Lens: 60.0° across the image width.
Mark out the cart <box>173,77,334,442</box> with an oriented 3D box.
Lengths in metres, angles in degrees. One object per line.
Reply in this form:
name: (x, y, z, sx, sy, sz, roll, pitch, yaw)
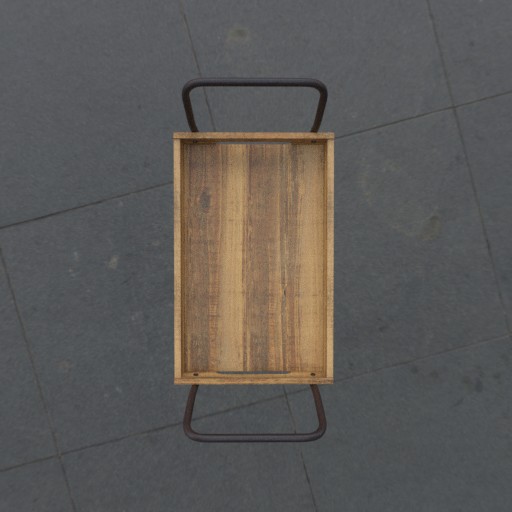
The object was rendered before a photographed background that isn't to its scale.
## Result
cart: (0.000, 0.000, 1.131, 0.339, 0.857, 0.583, 0, 91, 0)
